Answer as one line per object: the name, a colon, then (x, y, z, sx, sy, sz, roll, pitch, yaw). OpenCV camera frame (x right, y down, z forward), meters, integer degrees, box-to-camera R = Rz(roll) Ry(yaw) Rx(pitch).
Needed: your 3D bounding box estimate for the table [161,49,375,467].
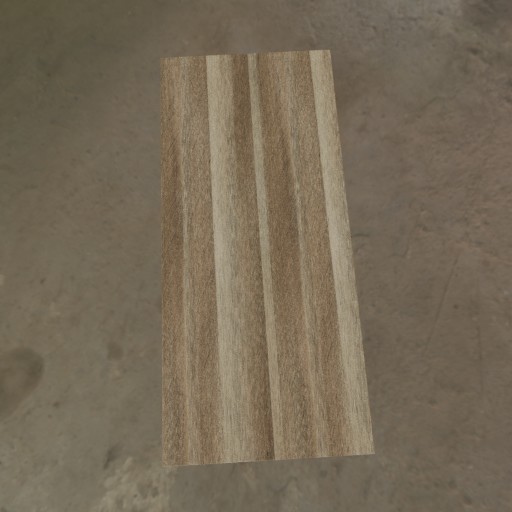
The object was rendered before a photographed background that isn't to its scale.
table: (0.000, 0.000, 1.390, 0.493, 0.480, 1.095, -3, 76, -1)
